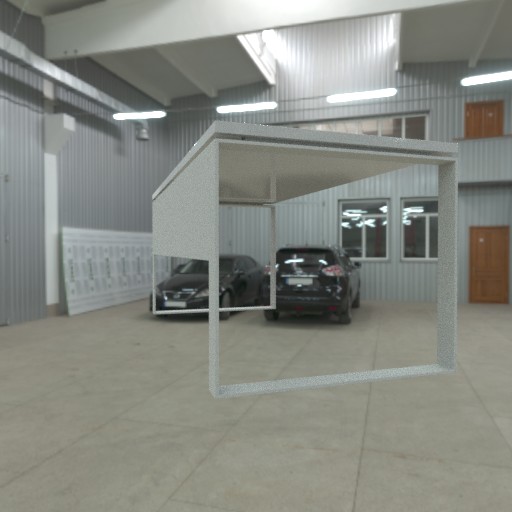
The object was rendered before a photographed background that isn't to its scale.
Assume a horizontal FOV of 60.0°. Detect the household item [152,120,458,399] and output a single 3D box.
[{"bbox_3d":[0.000,0.000,2.109,0.800,0.745,1.700,0,1,-19],"label":"household item"}]
